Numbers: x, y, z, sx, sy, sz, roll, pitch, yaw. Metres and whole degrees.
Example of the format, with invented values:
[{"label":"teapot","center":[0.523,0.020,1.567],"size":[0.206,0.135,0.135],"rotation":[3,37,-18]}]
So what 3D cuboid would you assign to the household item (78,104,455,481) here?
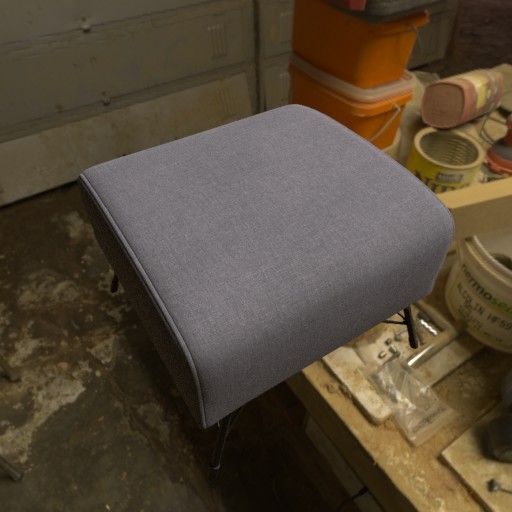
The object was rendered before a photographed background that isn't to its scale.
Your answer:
[{"label":"household item","center":[0.000,0.000,0.896],"size":[0.530,0.410,0.530],"rotation":[-24,51,-22]}]
